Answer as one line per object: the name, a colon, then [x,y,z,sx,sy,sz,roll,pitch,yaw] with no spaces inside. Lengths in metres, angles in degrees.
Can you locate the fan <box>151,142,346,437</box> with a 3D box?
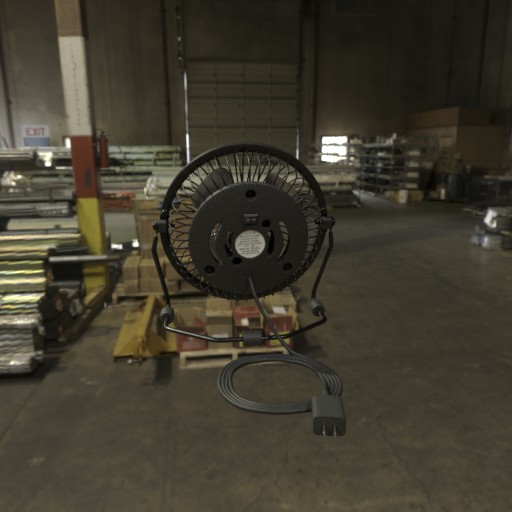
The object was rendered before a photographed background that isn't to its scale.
fan: [0.000,0.000,0.301,0.153,0.152,0.202,-2,14,-7]
